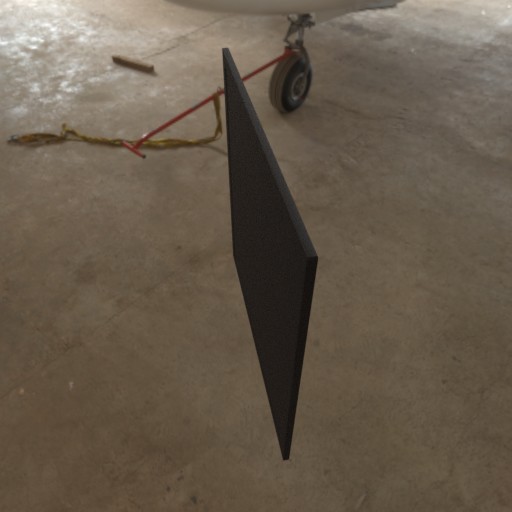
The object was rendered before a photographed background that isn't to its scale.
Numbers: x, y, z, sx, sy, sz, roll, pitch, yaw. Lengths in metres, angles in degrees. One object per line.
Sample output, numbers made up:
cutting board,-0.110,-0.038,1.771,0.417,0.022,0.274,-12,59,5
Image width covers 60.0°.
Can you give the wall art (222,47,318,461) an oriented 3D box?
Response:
wall art,0.000,0.000,0.841,0.012,0.558,0.562,-9,46,-8
